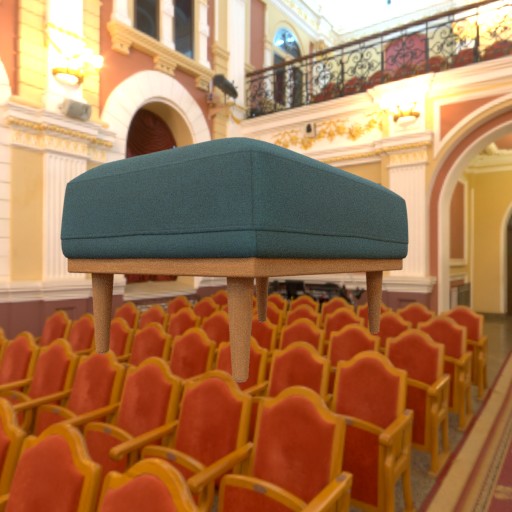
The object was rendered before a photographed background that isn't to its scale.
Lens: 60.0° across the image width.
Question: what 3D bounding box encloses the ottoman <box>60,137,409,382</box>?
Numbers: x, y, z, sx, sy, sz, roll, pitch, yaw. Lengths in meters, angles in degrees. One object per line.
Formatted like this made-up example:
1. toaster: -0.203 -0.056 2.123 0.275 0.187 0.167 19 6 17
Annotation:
1. ottoman: 0.000 0.000 1.106 0.549 0.428 0.749 0 -1 36
